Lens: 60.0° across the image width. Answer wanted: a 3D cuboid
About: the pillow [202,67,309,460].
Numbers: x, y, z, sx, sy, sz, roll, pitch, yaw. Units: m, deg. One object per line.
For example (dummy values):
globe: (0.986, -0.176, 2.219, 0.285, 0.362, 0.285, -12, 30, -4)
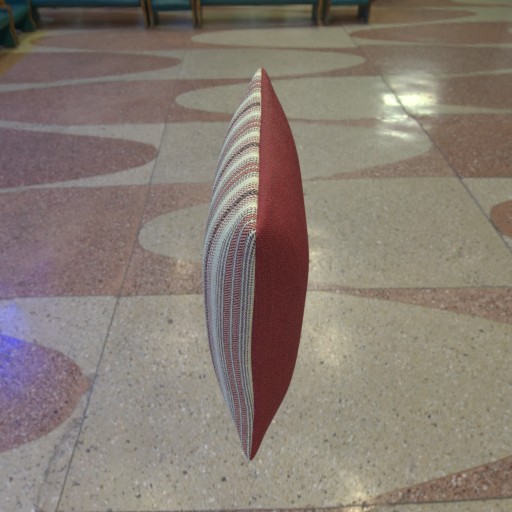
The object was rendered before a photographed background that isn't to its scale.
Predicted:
pillow: (0.000, 0.000, 0.792, 0.166, 0.497, 0.513, 1, 40, 1)
